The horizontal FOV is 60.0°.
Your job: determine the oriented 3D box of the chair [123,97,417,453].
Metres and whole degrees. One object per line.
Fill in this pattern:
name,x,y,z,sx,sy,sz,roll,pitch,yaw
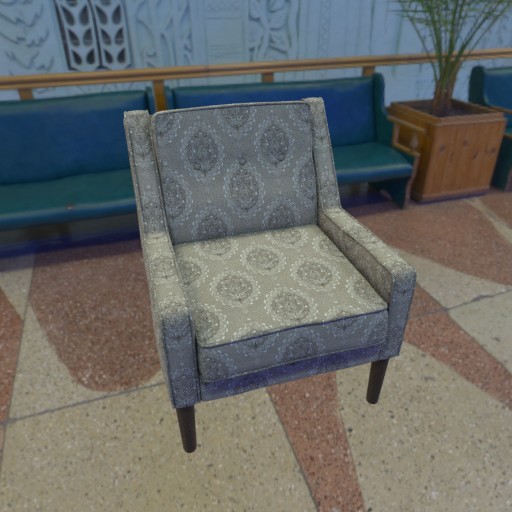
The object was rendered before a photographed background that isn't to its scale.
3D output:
chair,0.000,0.000,1.355,0.665,0.797,0.750,-9,33,-14
